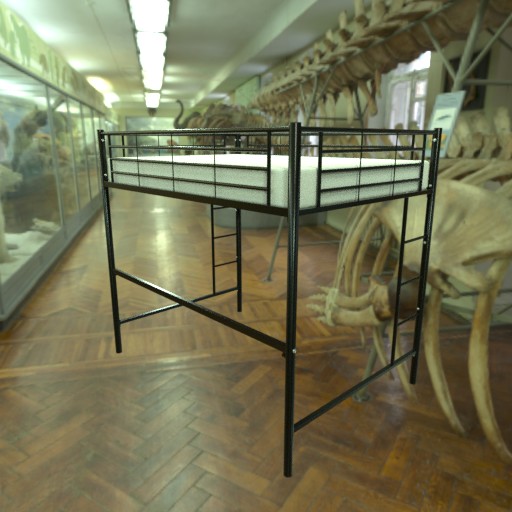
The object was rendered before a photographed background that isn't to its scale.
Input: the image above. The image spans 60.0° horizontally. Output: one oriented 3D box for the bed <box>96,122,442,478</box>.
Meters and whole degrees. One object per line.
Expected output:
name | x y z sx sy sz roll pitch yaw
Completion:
bed | 0.000 0.000 3.268 1.397 1.803 1.994 -13 20 -41
